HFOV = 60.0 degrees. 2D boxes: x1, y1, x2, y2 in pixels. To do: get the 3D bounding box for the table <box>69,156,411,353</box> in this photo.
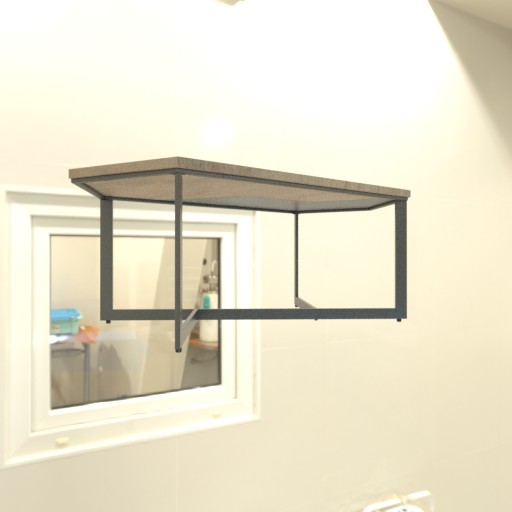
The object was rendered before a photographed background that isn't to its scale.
[{"bbox_3d":[0.000,0.000,1.525,1.219,0.457,0.609,0,0,-36],"label":"table"}]
